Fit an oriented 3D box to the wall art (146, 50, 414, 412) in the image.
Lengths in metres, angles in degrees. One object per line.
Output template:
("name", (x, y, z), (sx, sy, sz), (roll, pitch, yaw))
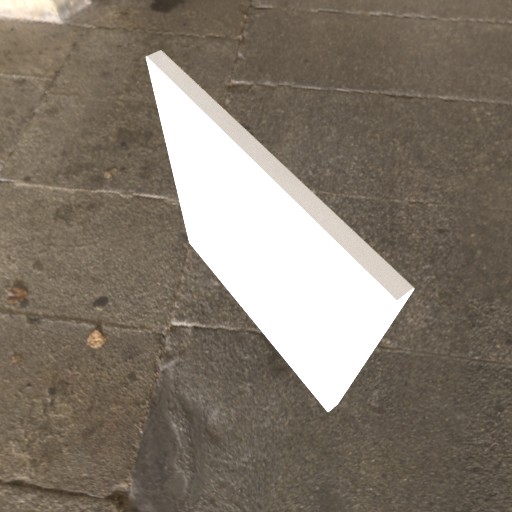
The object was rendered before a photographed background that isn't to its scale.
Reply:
("wall art", (0.000, 0.000, 1.165), (0.040, 0.762, 0.762), (-33, 64, -18))
